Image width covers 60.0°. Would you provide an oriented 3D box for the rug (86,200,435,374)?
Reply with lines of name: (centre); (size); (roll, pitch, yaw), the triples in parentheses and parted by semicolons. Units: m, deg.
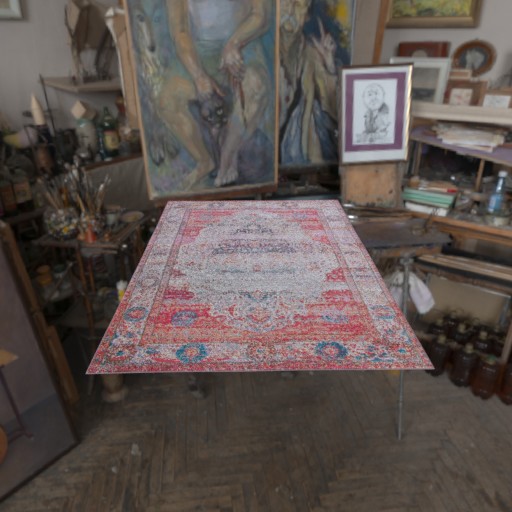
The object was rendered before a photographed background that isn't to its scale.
rug: (0.000, 0.000, 2.365); (1.219, 0.006, 1.829); (-1, 26, -1)
